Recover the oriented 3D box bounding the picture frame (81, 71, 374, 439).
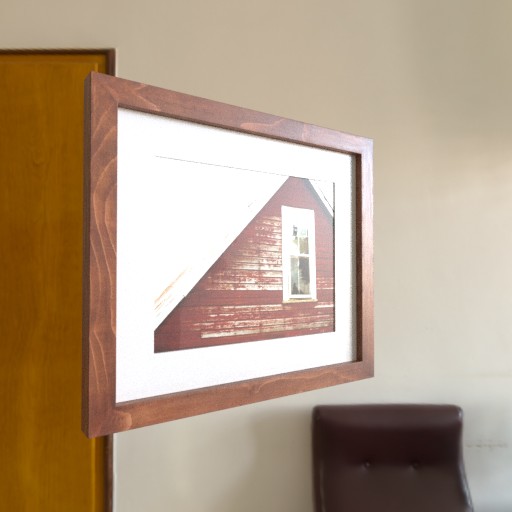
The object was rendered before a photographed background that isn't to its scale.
[{"bbox_3d":[0.000,0.000,0.516,0.381,0.330,0.025,1,-1,-35],"label":"picture frame"}]
